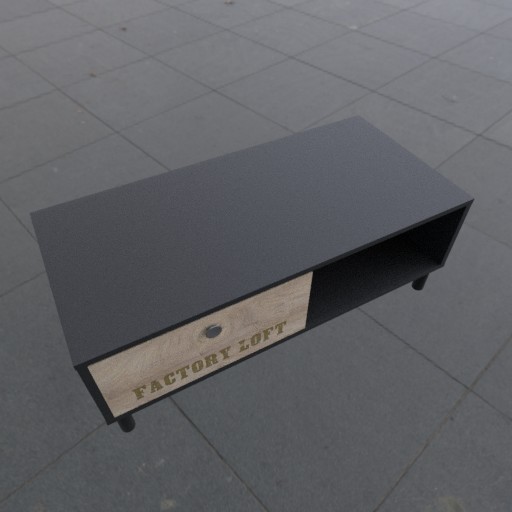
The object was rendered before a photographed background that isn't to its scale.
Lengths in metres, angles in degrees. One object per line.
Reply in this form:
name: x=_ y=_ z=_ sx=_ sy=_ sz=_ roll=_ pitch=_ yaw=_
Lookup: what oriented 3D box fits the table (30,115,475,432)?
table: x=0.000 y=0.000 z=1.357 sx=1.100 sy=0.400 sz=0.550 roll=-21 pitch=50 yaw=-19
